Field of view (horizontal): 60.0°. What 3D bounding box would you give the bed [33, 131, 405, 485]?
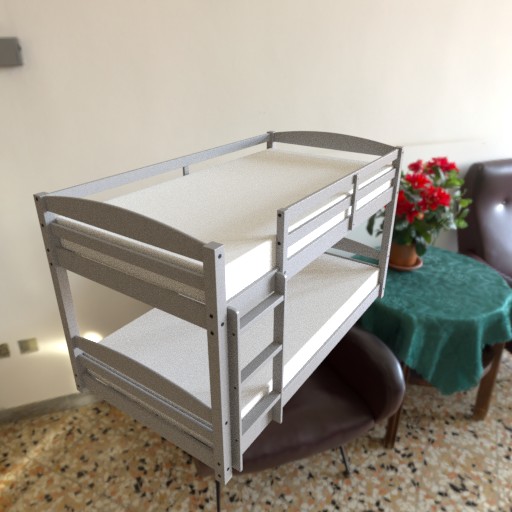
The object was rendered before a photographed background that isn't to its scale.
[{"bbox_3d":[0.000,0.000,2.738,1.105,1.206,2.013,17,30,31],"label":"bed"}]
